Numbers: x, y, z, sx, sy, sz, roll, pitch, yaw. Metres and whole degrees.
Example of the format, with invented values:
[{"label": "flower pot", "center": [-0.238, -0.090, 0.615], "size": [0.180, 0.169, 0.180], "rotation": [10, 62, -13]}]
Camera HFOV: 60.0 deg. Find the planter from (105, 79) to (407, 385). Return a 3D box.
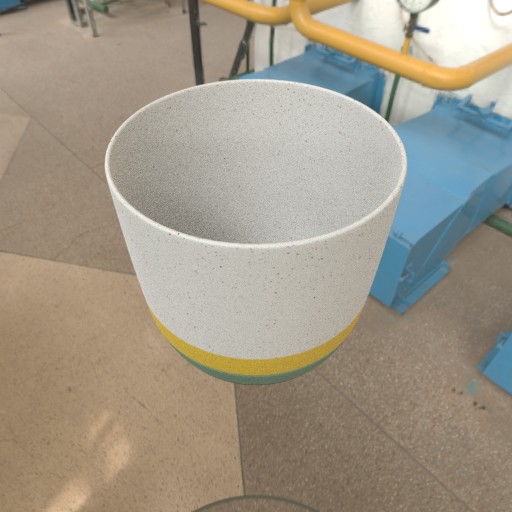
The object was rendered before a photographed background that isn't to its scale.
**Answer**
[{"label": "planter", "center": [0.000, 0.000, 0.369], "size": [0.195, 0.214, 0.195], "rotation": [0, 46, 0]}]
